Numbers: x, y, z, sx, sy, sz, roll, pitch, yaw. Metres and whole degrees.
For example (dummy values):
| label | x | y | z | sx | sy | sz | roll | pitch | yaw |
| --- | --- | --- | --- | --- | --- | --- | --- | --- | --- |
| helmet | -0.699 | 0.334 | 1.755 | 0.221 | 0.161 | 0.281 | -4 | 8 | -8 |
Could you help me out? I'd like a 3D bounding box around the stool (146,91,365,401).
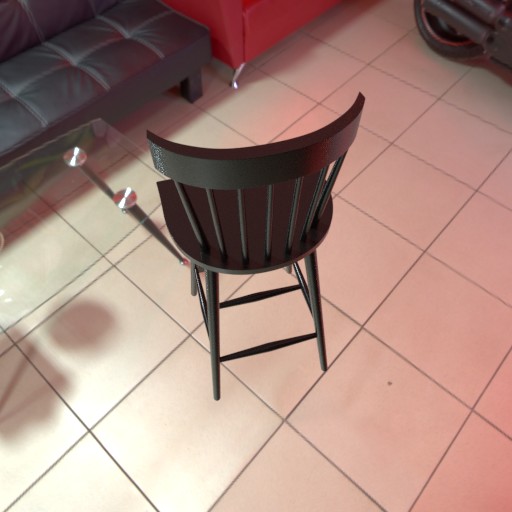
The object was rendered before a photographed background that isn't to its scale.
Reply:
| label | x | y | z | sx | sy | sz | roll | pitch | yaw |
| --- | --- | --- | --- | --- | --- | --- | --- | --- | --- |
| stool | 0.000 | 0.000 | 1.345 | 0.482 | 1.092 | 0.483 | -13 | 58 | -8 |
